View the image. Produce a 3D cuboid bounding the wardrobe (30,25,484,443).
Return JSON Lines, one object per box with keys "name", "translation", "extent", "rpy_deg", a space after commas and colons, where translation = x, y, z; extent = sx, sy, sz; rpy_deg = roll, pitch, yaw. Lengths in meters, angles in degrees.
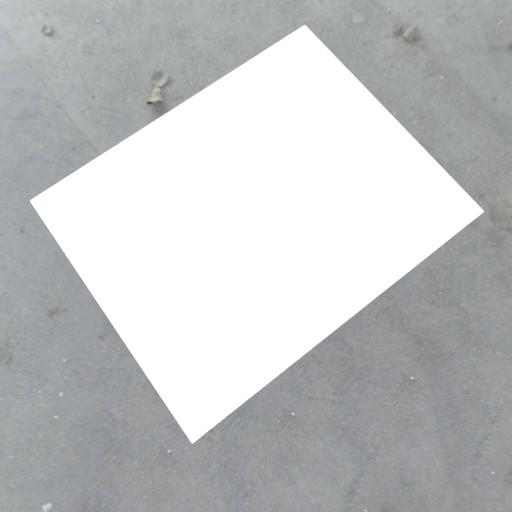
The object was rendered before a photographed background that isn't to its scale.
{"name": "wardrobe", "translation": [0.000, 0.000, 0.873], "extent": [0.500, 0.520, 0.400], "rpy_deg": [-36, 77, -9]}
